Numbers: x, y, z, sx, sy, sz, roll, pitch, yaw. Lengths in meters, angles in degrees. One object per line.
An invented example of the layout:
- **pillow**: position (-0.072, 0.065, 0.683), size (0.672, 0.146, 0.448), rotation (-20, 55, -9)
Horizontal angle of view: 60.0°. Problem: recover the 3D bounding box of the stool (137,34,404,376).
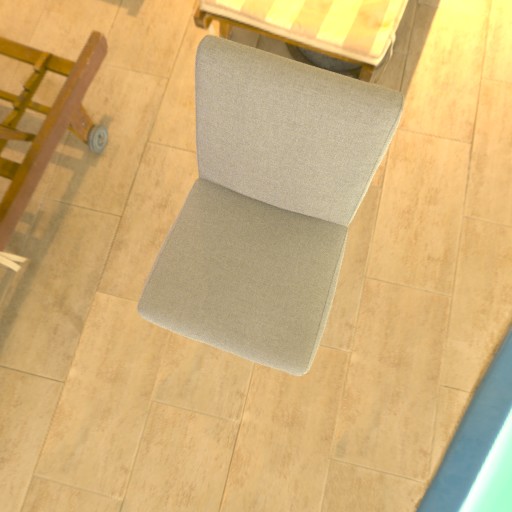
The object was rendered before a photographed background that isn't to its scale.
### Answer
- **stool**: position (0.000, 0.000, 1.365), size (0.507, 1.085, 0.606), rotation (19, 76, 5)
